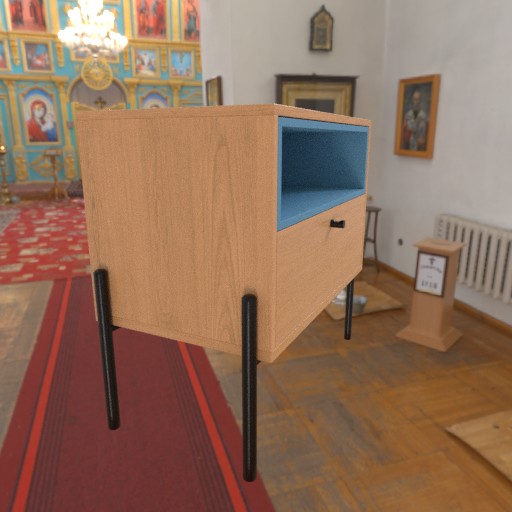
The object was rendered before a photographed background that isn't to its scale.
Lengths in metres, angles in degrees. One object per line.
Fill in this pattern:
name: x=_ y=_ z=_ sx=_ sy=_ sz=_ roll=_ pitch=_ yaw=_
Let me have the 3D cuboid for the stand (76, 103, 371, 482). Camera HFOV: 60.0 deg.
stand: x=0.000 y=0.000 z=0.999 sx=0.400 sy=0.600 sz=0.630 roll=7 pitch=16 yaw=26
